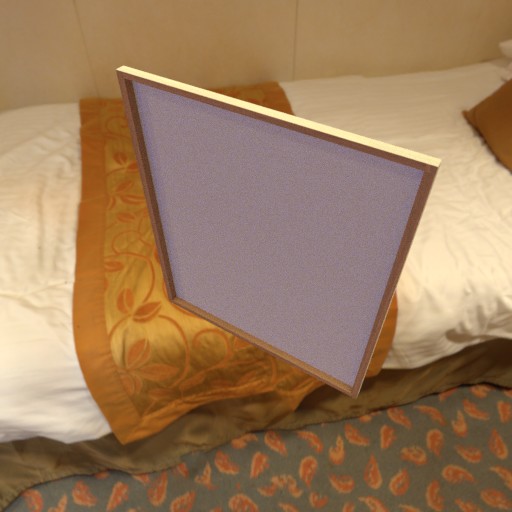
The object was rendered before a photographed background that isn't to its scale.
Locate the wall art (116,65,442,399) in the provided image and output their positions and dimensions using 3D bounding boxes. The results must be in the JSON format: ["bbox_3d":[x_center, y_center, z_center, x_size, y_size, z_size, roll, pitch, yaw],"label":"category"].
[{"bbox_3d":[0.000,0.000,0.992,0.609,0.710,0.021,24,51,21],"label":"wall art"}]
